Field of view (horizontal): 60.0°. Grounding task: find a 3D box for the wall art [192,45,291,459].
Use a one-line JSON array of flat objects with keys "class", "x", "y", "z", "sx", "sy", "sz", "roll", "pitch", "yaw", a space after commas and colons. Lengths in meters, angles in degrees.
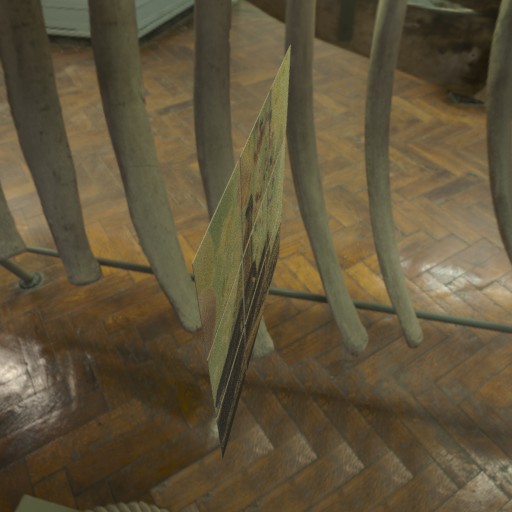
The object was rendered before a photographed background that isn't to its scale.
[{"class": "wall art", "x": 0.000, "y": 0.000, "z": 2.252, "sx": 0.002, "sy": 1.505, "sz": 1.517, "roll": 10, "pitch": 47, "yaw": 9}]
